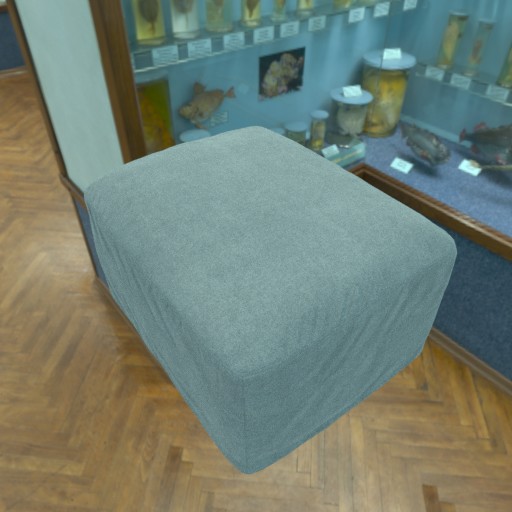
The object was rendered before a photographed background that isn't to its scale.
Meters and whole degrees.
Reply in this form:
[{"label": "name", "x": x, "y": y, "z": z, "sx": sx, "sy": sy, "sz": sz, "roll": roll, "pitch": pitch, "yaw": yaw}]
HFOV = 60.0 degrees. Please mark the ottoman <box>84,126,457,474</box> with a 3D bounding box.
[{"label": "ottoman", "x": 0.000, "y": 0.000, "z": 1.245, "sx": 0.683, "sy": 0.481, "sz": 0.837, "roll": -26, "pitch": 47, "yaw": -27}]
